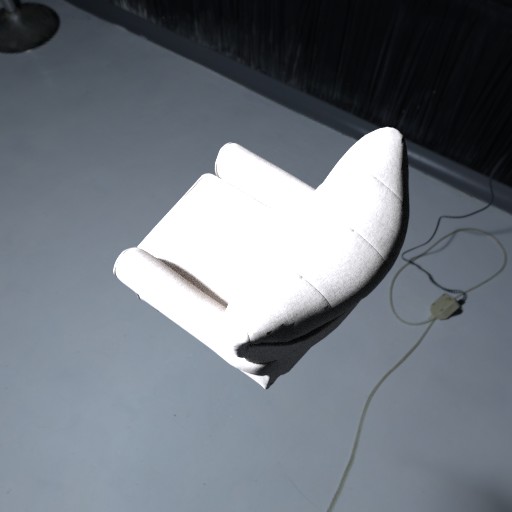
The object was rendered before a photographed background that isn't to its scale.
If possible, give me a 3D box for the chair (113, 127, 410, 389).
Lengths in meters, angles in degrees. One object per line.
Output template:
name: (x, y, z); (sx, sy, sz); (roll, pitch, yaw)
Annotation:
chair: (0.000, 0.000, 1.947); (1.025, 1.209, 0.942); (33, 68, 15)
